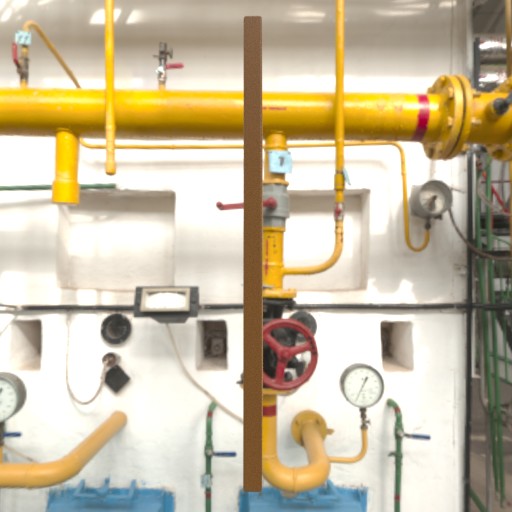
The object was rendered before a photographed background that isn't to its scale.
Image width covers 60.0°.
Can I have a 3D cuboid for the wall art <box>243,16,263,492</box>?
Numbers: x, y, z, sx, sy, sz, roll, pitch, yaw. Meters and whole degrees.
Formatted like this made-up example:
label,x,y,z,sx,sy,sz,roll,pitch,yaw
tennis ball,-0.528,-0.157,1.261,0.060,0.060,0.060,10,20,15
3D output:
label,x,y,z,sx,sy,sz,roll,pitch,yaw
wall art,0.000,0.000,0.735,0.021,0.550,0.449,0,-2,1
